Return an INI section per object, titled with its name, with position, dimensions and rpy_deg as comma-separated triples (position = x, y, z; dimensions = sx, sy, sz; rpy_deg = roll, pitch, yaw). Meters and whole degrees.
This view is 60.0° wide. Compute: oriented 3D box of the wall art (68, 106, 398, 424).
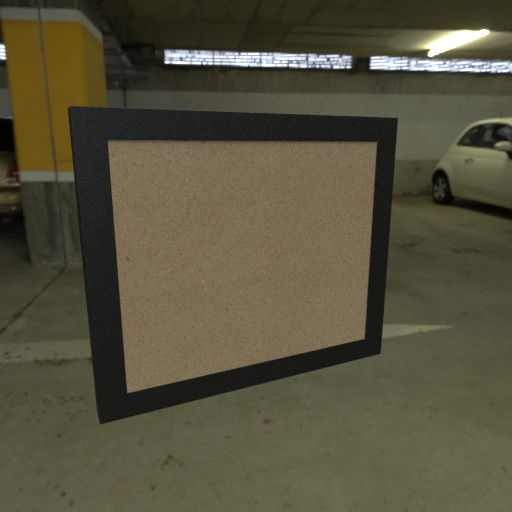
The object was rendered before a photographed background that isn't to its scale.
[wall art]
position = 0.000, 0.000, 0.524
dimensions = 0.381, 0.321, 0.028
rpy_deg = -7, 15, -25
